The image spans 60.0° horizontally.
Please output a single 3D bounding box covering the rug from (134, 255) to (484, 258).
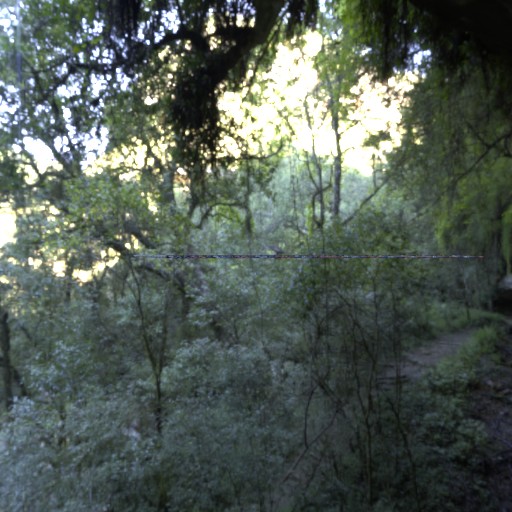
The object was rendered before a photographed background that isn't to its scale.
[{"bbox_3d":[0.000,0.000,2.469,1.218,0.010,1.997,0,0,-18],"label":"rug"}]
